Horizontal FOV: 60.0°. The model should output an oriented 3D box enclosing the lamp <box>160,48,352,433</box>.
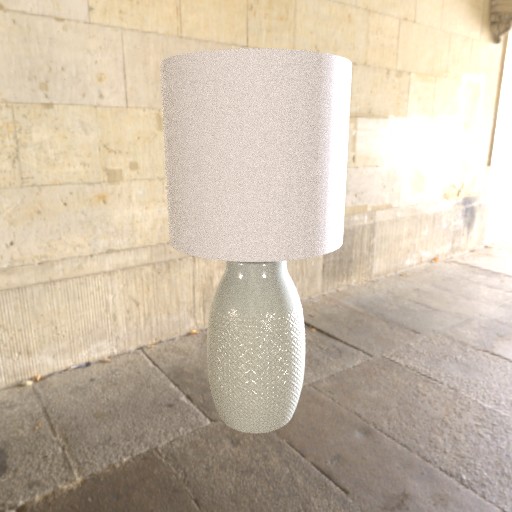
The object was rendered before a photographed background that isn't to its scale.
[{"bbox_3d":[0.000,0.000,0.570,0.217,0.453,0.217,2,15,9],"label":"lamp"}]
